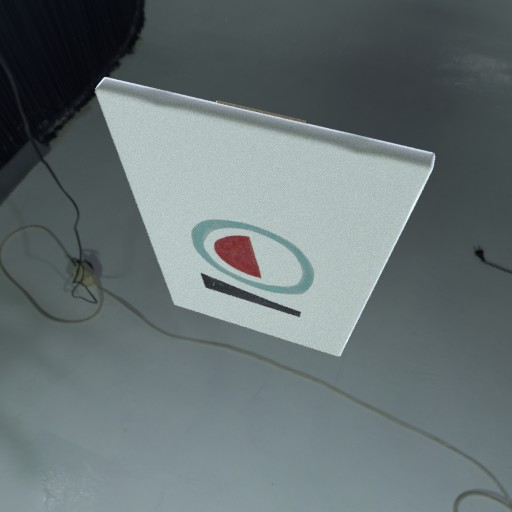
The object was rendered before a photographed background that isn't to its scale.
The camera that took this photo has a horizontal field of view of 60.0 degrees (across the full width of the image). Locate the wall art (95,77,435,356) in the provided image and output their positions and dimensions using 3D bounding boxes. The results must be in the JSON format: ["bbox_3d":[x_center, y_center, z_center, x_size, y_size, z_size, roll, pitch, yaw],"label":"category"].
[{"bbox_3d":[0.000,0.000,1.142,0.602,0.902,0.048,16,60,10],"label":"wall art"}]
